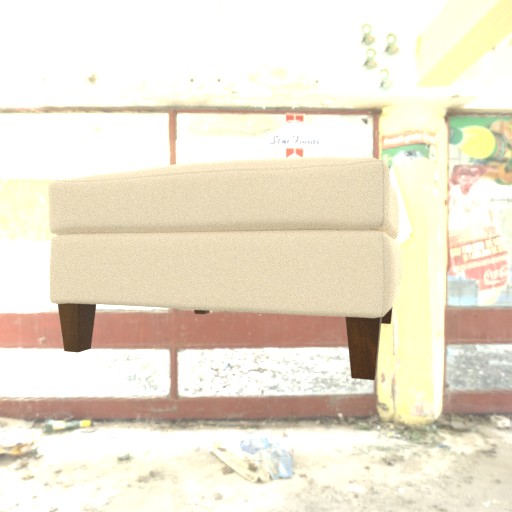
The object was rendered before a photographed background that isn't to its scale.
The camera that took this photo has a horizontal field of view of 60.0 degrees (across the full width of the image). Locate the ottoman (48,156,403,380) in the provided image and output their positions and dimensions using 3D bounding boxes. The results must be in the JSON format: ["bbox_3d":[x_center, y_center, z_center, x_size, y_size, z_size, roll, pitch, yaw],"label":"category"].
[{"bbox_3d":[0.000,0.000,1.353,0.838,0.479,0.838,0,1,19],"label":"ottoman"}]
